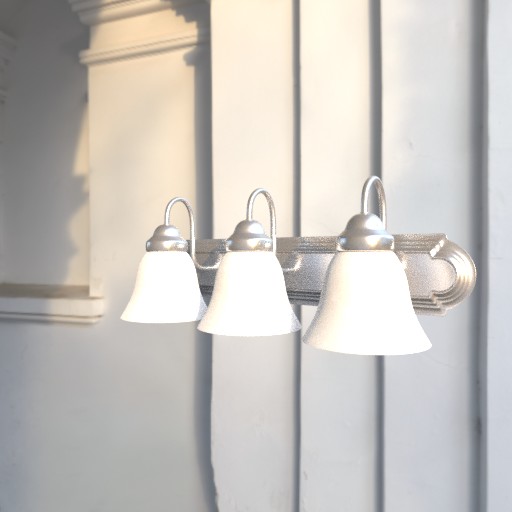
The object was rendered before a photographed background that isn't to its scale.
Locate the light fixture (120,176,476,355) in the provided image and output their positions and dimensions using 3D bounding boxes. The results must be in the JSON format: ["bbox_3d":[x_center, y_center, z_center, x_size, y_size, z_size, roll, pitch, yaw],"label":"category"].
[{"bbox_3d":[0.000,0.000,0.714,0.610,0.222,0.199,0,1,37],"label":"light fixture"}]
